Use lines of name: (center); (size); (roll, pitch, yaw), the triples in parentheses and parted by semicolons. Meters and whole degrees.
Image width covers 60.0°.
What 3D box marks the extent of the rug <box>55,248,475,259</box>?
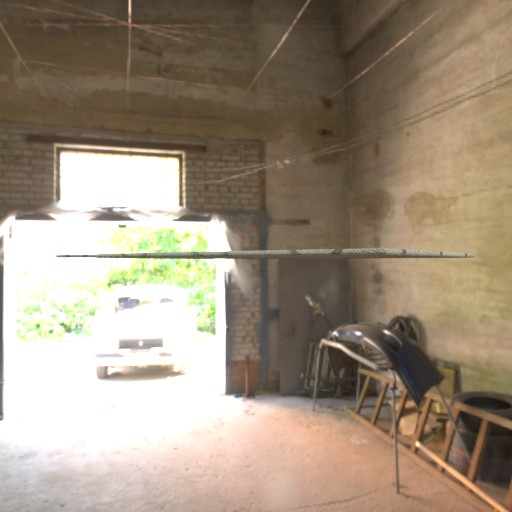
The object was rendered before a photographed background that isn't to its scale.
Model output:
rug: (0.000, 0.000, 2.918); (2.348, 0.024, 1.501); (-1, -1, 38)
